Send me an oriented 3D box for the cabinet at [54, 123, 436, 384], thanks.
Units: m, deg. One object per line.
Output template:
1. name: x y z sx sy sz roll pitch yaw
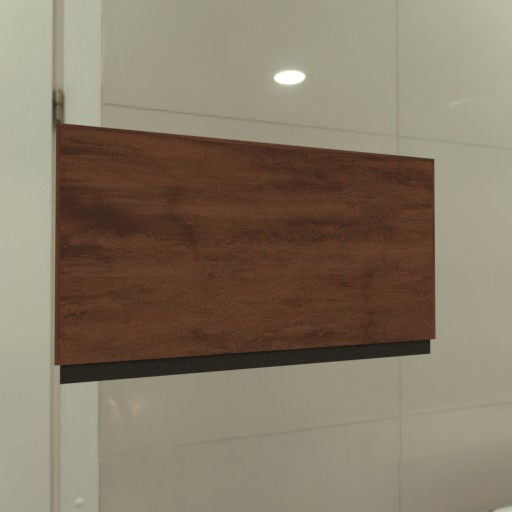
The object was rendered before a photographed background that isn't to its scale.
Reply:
1. cabinet: 0.000 0.000 1.976 1.600 0.900 0.420 0 -1 -19
